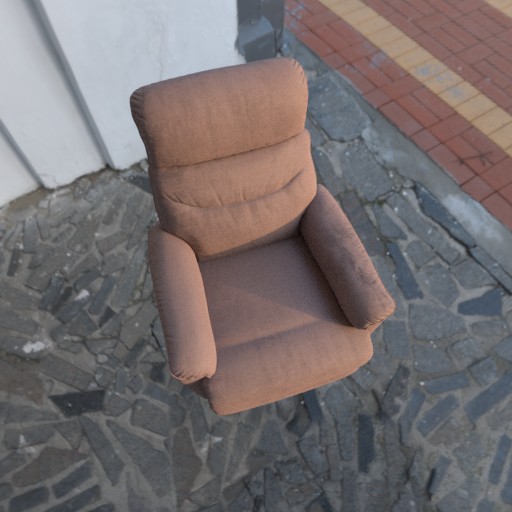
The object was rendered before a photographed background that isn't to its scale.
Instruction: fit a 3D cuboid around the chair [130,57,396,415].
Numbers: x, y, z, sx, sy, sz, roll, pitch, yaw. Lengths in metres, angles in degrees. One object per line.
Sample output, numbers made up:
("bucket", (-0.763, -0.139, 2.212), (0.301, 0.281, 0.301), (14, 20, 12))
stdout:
("chair", (0.000, 0.000, 1.732), (0.820, 1.037, 1.004), (-15, 63, -8))
